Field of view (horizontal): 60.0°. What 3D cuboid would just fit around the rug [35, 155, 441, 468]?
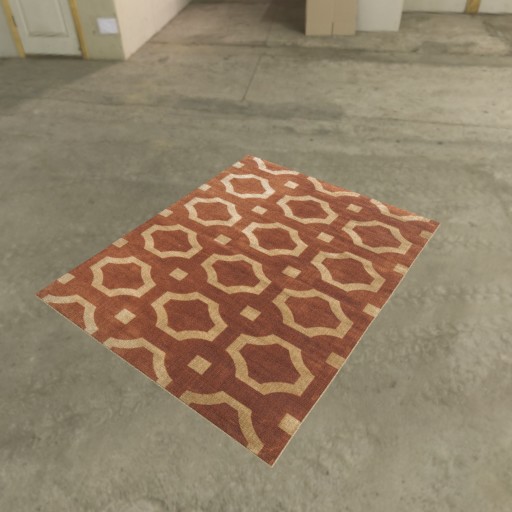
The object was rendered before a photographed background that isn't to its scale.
[{"bbox_3d":[0.000,0.000,4.162,2.466,0.021,3.049,26,47,26],"label":"rug"}]
